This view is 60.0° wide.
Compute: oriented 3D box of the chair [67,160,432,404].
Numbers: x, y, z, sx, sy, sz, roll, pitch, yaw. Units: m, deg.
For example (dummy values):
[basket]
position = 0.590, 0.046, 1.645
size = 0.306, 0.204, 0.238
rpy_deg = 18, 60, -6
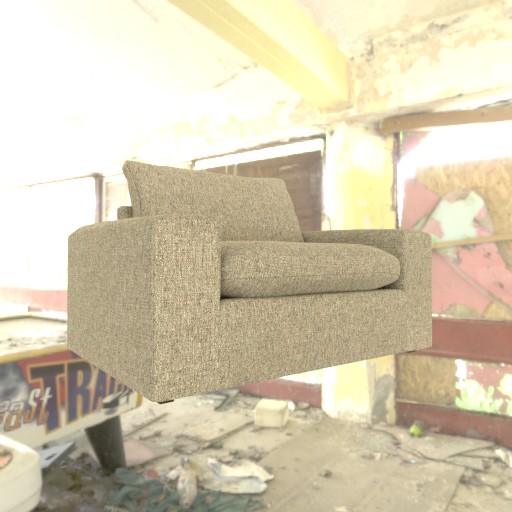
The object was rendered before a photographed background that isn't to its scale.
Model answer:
[chair]
position = 0.000, 0.000, 2.036
size = 1.398, 0.915, 1.039
rpy_deg = 0, -1, -36
